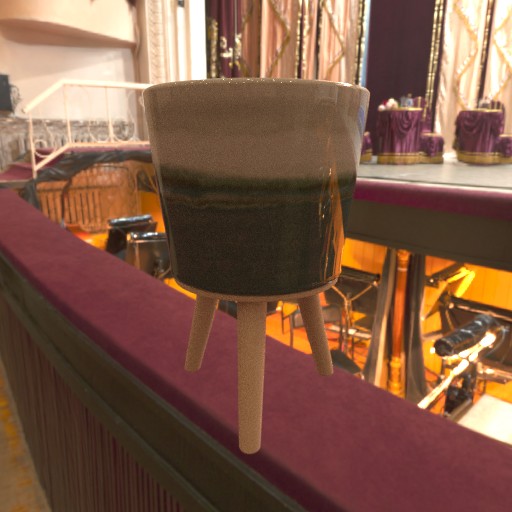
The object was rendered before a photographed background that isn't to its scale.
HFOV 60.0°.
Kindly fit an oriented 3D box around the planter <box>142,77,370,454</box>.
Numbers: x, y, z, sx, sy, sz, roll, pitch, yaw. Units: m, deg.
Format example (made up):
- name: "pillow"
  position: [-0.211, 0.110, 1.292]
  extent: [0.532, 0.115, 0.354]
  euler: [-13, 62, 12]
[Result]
- name: "planter"
  position: [0.000, 0.000, 0.475]
  extent: [0.217, 0.331, 0.217]
  euler: [-14, 20, -42]
